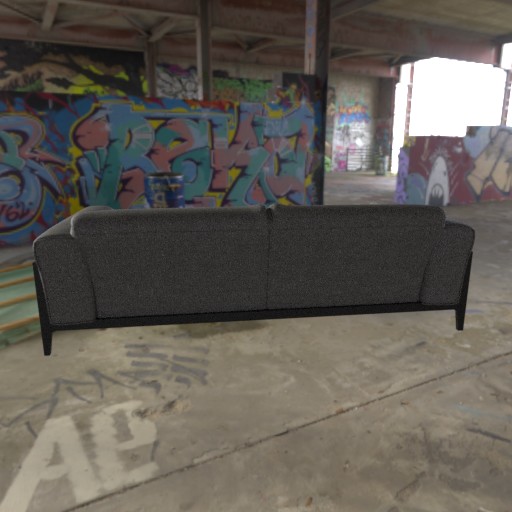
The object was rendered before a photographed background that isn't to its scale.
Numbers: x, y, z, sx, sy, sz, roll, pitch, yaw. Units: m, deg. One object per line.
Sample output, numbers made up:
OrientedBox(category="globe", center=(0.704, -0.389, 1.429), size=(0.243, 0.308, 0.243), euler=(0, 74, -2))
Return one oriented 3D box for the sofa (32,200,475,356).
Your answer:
OrientedBox(category="sofa", center=(0.000, 0.000, 2.532), size=(2.125, 0.703, 0.985), euler=(-2, 14, -8))
